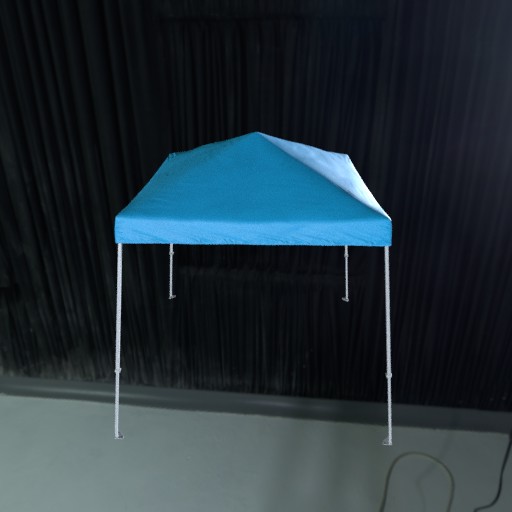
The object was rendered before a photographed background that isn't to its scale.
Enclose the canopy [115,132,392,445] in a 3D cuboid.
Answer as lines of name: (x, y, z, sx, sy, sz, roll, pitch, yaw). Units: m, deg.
canopy: (0.000, 0.000, 5.200, 2.848, 2.849, 2.849, 1, 26, 1)
